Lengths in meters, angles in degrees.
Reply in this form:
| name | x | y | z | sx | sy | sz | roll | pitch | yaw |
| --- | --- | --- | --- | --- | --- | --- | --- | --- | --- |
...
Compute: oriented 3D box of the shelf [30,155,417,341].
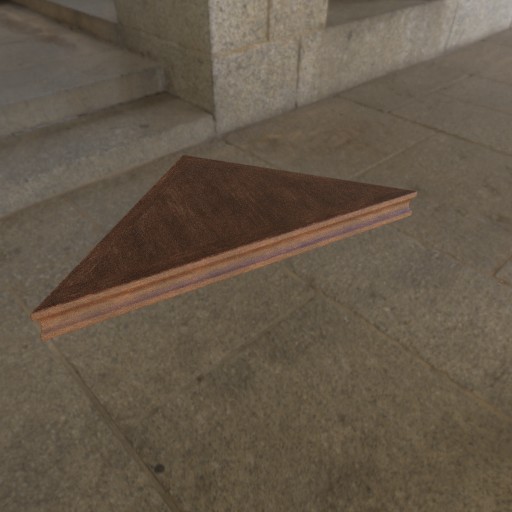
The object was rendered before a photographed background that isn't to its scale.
| name | x | y | z | sx | sy | sz | roll | pitch | yaw |
| --- | --- | --- | --- | --- | --- | --- | --- | --- | --- |
| shelf | 0.000 | 0.000 | 0.448 | 0.296 | 0.035 | 0.296 | 12 | 41 | 14 |
